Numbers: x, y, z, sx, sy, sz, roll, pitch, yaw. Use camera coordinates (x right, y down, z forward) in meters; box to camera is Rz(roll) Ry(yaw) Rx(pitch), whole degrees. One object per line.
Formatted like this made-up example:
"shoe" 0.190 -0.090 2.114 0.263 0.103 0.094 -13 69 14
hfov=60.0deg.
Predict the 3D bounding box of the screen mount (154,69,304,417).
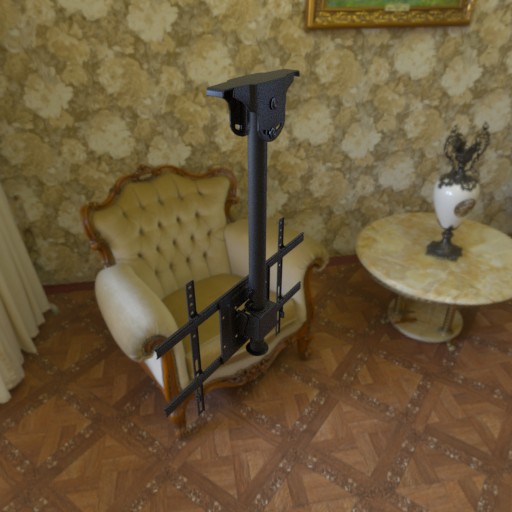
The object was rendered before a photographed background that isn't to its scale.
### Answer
"screen mount" 0.000 0.000 1.026 0.090 0.775 0.595 19 36 29
